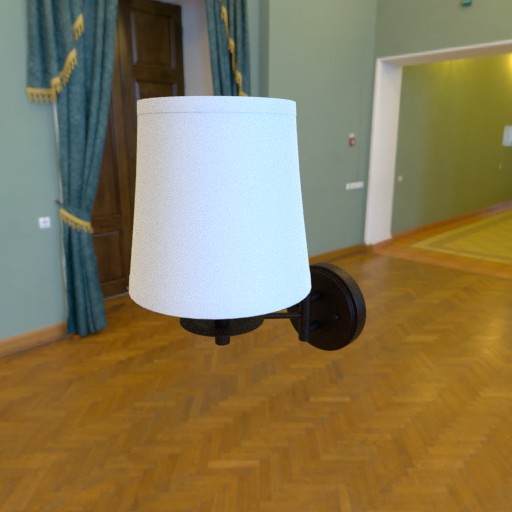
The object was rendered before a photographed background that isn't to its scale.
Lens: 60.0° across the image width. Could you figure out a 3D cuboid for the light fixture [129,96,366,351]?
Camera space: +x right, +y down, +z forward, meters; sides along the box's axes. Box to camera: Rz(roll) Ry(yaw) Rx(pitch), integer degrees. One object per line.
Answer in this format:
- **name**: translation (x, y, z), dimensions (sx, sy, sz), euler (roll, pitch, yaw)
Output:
- **light fixture**: translation (0.000, 0.000, 0.266), dimensions (0.100, 0.172, 0.157), euler (14, 21, 42)
